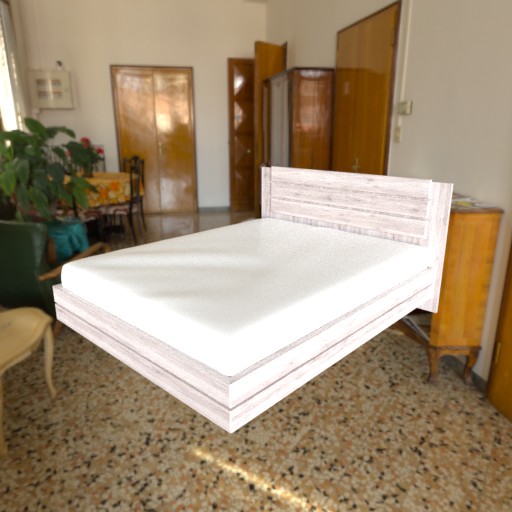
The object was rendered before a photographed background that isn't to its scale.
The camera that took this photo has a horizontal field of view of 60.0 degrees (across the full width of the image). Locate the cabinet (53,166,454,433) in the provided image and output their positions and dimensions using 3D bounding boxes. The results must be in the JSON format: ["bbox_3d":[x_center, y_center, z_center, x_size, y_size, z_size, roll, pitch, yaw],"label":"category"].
[{"bbox_3d":[0.000,0.000,3.007,1.750,0.970,2.080,15,22,41],"label":"cabinet"}]
